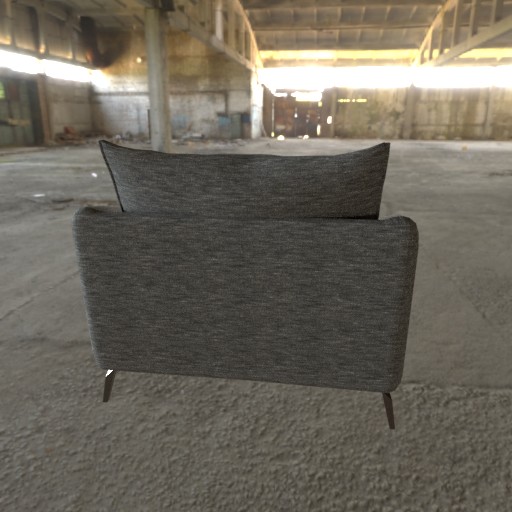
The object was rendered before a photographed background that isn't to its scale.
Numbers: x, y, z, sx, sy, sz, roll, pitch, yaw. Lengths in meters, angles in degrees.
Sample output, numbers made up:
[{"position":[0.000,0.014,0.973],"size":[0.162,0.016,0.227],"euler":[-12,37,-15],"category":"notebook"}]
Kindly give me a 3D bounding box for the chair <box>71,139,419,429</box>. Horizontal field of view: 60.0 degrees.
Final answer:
[{"position":[0.000,0.000,1.607],"size":[1.004,0.842,0.805],"euler":[2,17,8],"category":"chair"}]
